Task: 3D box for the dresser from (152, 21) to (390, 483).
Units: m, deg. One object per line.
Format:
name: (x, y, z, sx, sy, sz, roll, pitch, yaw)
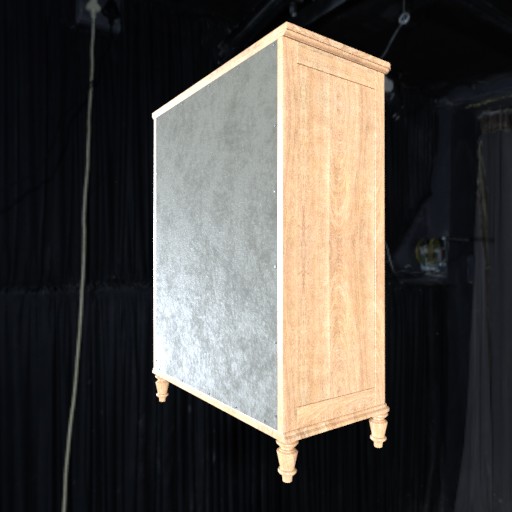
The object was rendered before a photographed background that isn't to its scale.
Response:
dresser: (0.000, 0.000, 1.783, 0.484, 1.318, 0.973, 0, 0, -36)
